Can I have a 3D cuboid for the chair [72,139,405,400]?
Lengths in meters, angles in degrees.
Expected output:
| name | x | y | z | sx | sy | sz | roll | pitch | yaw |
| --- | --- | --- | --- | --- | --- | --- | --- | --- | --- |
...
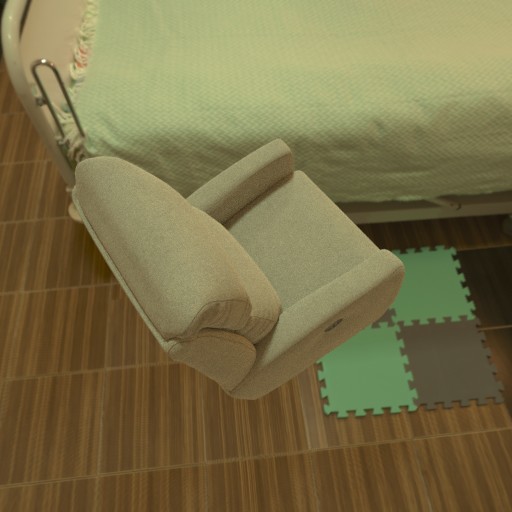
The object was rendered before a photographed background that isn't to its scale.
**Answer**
| name | x | y | z | sx | sy | sz | roll | pitch | yaw |
| --- | --- | --- | --- | --- | --- | --- | --- | --- | --- |
| chair | 0.000 | 0.000 | 1.647 | 0.940 | 1.021 | 0.794 | -31 | 64 | -17 |
